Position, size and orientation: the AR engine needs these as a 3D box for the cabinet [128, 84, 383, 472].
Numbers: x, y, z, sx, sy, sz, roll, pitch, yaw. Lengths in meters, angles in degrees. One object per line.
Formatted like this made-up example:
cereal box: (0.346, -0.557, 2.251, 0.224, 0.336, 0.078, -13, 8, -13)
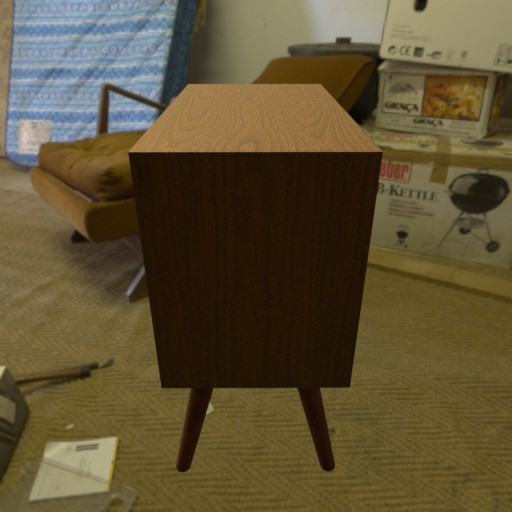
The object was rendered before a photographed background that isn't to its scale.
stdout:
cabinet: (0.000, 0.000, 1.157, 0.388, 0.748, 0.712, 0, 29, 0)
